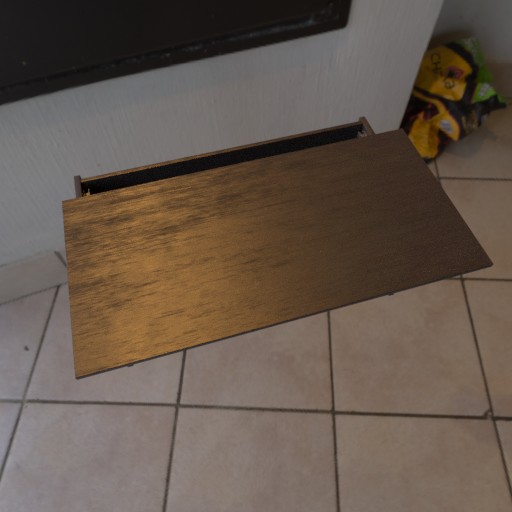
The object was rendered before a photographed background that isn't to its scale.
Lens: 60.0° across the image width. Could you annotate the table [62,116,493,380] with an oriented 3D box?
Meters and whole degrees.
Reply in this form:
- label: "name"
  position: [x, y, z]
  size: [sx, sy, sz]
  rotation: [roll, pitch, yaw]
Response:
- label: "table"
  position: [0.000, 0.000, 1.428]
  size: [1.000, 0.570, 0.712]
  rotation: [-14, 59, -9]
